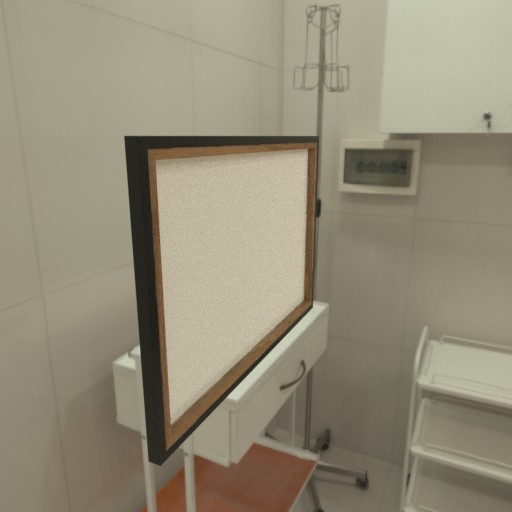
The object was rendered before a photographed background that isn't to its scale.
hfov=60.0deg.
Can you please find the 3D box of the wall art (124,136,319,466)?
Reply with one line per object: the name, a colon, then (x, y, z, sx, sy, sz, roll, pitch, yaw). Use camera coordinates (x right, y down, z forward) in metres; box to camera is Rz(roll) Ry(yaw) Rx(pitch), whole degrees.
wall art: (0.000, 0.000, 0.852, 0.022, 0.446, 0.659, 7, 17, 25)
